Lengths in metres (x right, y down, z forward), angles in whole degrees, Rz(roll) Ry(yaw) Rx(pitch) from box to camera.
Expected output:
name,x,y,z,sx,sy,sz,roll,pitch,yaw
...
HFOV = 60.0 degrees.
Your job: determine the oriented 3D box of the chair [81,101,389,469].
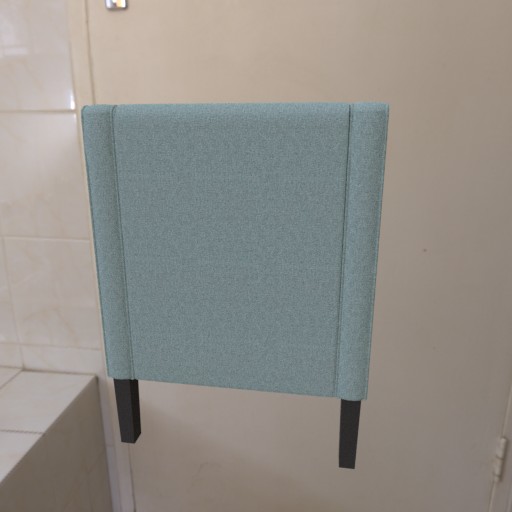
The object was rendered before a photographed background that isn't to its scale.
name,x,y,z,sx,sy,sz,roll,pitch,yaw
chair,0.000,0.000,1.811,0.857,1.133,1.025,3,16,9
